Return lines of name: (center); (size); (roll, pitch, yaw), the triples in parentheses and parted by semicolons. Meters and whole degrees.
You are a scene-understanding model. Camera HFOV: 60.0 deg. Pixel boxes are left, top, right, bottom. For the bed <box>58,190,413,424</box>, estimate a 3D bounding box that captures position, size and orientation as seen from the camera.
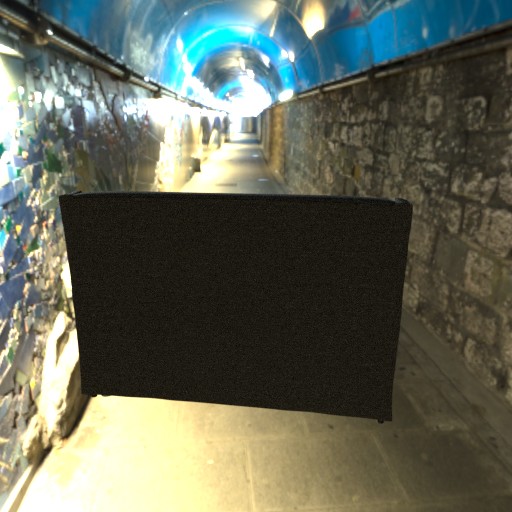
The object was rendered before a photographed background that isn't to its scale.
bed: (0.000, 0.000, 3.569); (1.925, 1.332, 2.276); (2, 17, 8)
